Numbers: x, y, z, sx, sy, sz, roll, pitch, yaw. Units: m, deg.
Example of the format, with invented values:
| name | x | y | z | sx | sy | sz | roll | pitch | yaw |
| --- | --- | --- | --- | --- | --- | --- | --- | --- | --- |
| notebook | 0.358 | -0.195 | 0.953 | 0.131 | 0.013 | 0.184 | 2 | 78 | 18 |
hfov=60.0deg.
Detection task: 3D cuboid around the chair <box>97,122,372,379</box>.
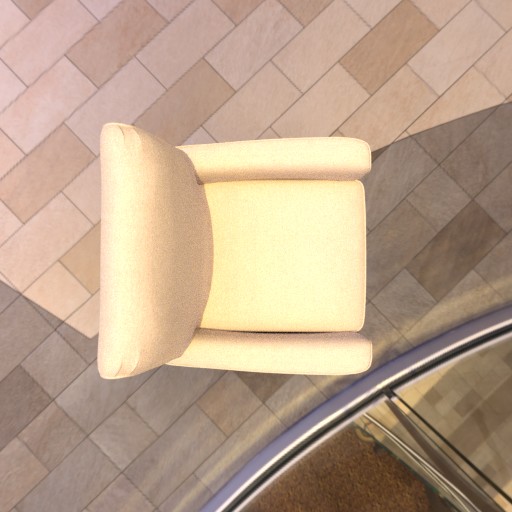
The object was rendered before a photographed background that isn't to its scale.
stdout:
| name | x | y | z | sx | sy | sz | roll | pitch | yaw |
| --- | --- | --- | --- | --- | --- | --- | --- | --- | --- |
| chair | 0.000 | 0.000 | 1.644 | 0.858 | 1.023 | 0.841 | 0 | 89 | -1 |
